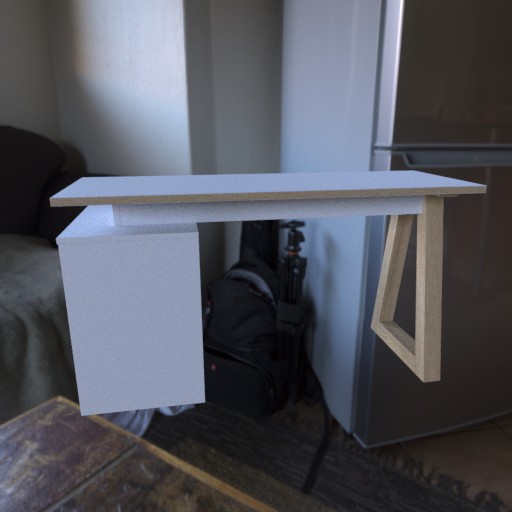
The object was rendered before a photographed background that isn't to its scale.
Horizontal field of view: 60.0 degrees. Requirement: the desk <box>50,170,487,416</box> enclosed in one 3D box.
[{"bbox_3d":[0.000,0.000,2.019,1.404,0.755,1.098,-3,17,-10],"label":"desk"}]
